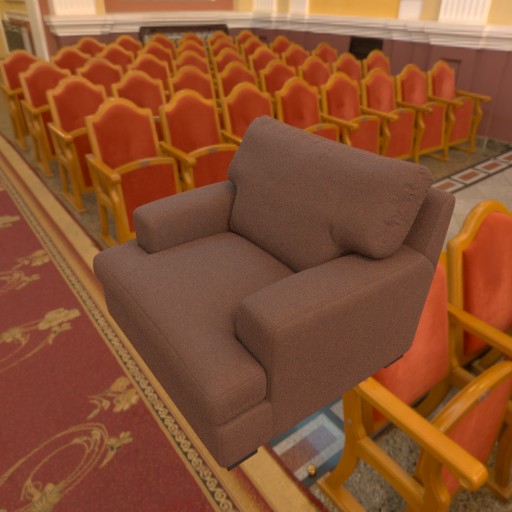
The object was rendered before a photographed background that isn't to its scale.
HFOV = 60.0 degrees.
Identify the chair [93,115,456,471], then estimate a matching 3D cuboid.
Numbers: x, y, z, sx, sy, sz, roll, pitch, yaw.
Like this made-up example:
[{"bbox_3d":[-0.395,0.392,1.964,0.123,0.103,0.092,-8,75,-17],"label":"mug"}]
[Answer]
[{"bbox_3d":[0.000,0.000,1.960,1.143,0.940,1.168,-21,37,-30],"label":"chair"}]
